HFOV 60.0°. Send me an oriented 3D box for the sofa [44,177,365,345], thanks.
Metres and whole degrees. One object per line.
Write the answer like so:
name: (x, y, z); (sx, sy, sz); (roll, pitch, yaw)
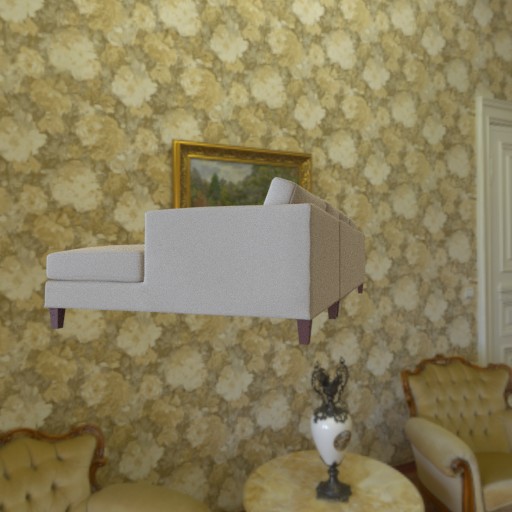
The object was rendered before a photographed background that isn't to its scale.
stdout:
sofa: (0.000, 0.000, 3.881); (1.625, 0.861, 3.186); (0, 0, 18)
